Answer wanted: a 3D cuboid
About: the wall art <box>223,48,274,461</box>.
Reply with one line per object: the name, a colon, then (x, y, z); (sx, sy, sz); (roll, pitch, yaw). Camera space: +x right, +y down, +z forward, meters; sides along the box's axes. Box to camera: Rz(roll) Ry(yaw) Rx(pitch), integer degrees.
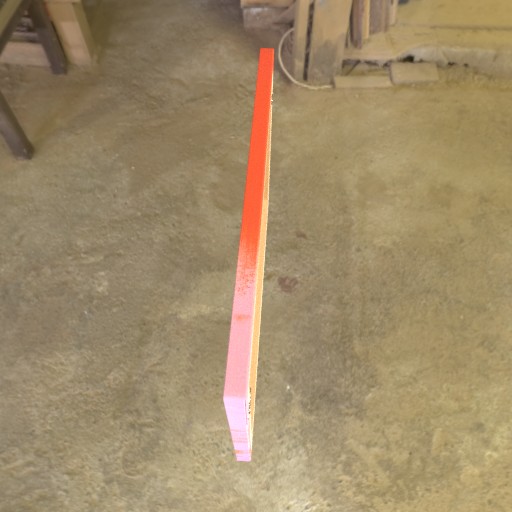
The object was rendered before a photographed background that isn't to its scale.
wall art: (0.000, 0.000, 1.173); (0.040, 0.609, 0.913); (3, 57, 2)
